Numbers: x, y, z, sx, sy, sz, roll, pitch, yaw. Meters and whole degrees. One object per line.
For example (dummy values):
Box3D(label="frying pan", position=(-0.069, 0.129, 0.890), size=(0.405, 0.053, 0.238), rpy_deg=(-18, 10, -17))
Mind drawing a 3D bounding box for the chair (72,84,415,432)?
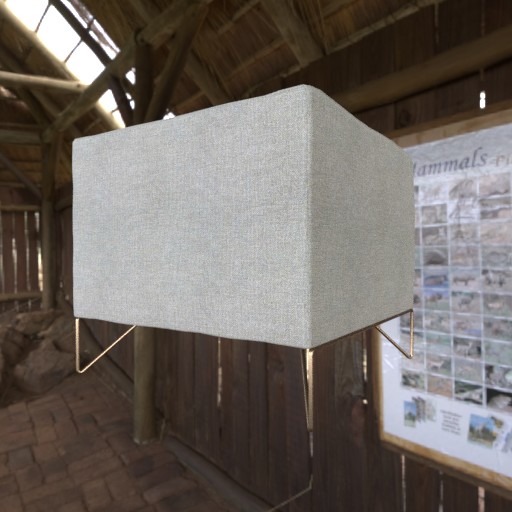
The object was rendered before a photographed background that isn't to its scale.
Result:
Box3D(label="chair", position=(0.000, 0.000, 1.610), size=(0.920, 0.799, 0.912), rpy_deg=(0, 1, 34))
